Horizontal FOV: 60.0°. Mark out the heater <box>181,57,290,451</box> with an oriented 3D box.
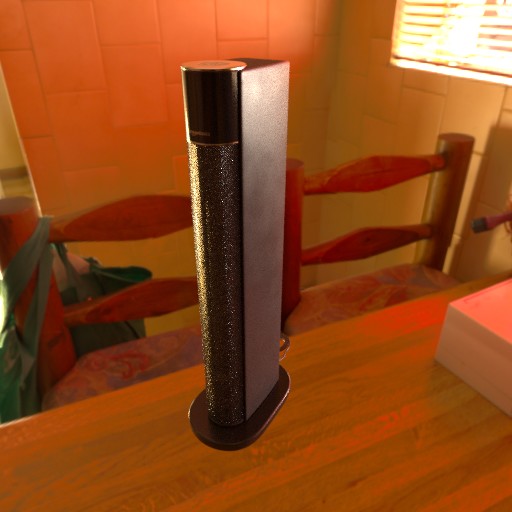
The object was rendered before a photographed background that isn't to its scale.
[{"bbox_3d":[0.000,0.000,1.040,0.214,0.856,0.458,19,35,30],"label":"heater"}]
